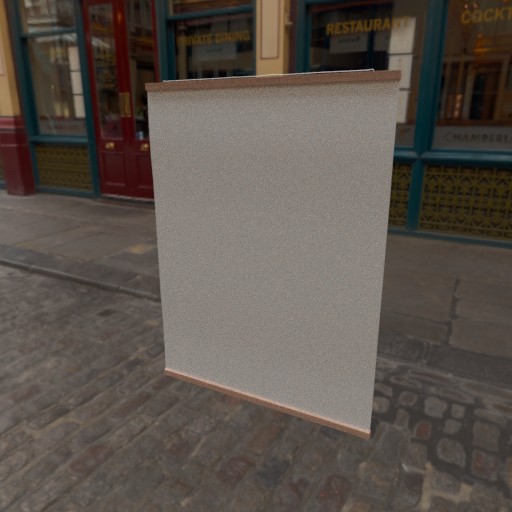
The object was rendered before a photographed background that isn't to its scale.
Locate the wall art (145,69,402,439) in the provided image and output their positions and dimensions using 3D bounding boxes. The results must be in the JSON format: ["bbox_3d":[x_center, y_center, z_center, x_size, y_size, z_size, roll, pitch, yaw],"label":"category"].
[{"bbox_3d":[0.000,0.000,1.335,0.758,1.013,0.020,9,19,27],"label":"wall art"}]
